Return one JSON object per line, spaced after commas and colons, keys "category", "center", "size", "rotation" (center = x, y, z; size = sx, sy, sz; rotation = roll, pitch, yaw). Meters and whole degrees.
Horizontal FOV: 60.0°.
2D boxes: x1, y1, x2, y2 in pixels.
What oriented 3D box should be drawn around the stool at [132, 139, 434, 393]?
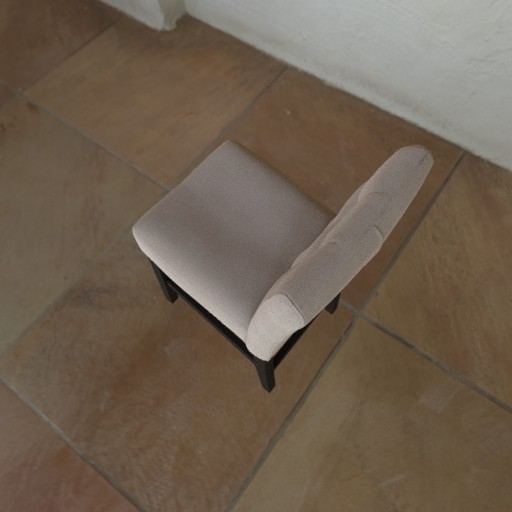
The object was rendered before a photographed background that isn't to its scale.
{"category": "stool", "center": [0.000, 0.000, 1.212], "size": [0.571, 0.885, 0.427], "rotation": [36, 69, 17]}
